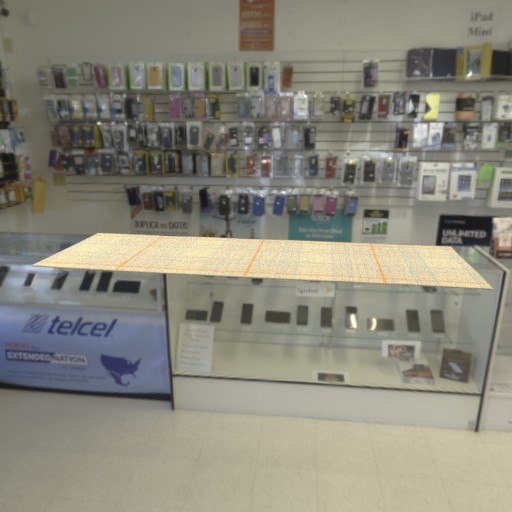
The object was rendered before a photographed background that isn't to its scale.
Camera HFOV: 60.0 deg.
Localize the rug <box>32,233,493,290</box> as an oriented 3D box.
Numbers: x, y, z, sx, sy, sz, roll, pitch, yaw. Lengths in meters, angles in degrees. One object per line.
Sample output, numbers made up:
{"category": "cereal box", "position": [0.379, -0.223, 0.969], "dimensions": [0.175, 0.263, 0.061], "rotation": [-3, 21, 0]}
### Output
{"category": "rug", "position": [0.000, 0.000, 2.682], "dimensions": [2.442, 0.016, 0.770], "rotation": [3, 17, 8]}
